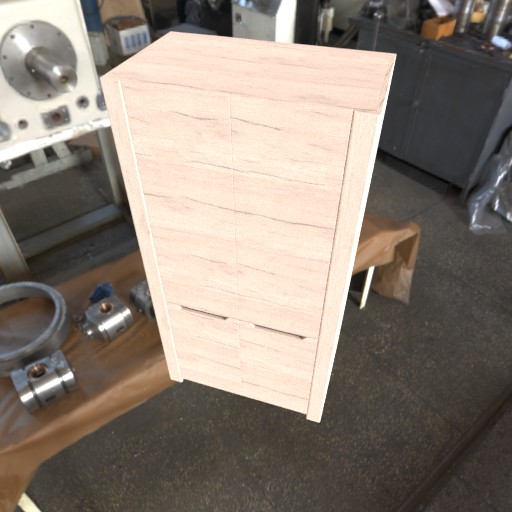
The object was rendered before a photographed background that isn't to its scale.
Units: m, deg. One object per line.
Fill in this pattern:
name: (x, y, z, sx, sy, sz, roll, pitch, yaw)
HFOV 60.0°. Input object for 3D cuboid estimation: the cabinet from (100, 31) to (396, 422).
cabinet: (0.000, 0.000, 2.307, 0.980, 1.930, 0.580, 12, 44, 13)
